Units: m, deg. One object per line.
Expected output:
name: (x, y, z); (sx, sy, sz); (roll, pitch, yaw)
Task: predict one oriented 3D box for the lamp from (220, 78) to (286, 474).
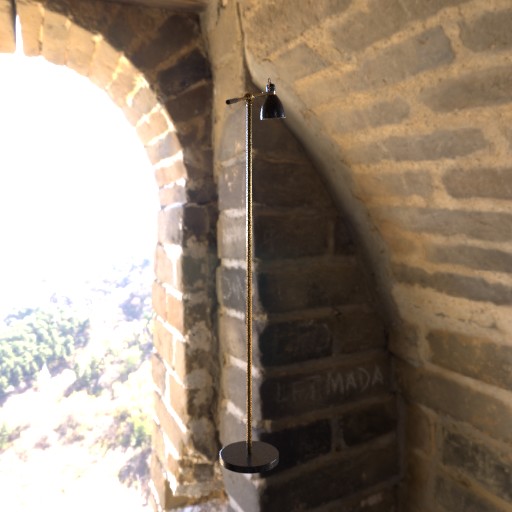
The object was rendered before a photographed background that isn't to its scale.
lamp: (0.000, 0.000, 1.850); (0.235, 1.628, 0.618); (0, 0, 19)
